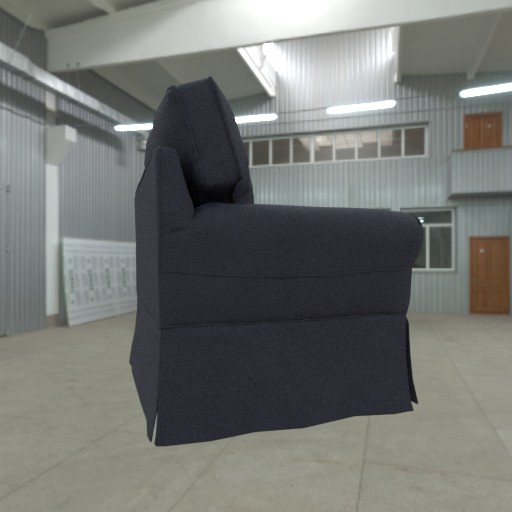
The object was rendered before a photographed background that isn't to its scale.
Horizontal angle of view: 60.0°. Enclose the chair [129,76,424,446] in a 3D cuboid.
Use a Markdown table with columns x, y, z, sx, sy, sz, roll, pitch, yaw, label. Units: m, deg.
| x | y | z | sx | sy | sz | roll | pitch | yaw | label |
| --- | --- | --- | --- | --- | --- | --- | --- | --- | --- |
| 0.000 | 0.000 | 1.912 | 1.002 | 1.140 | 1.119 | 0 | -1 | -19 | chair |
